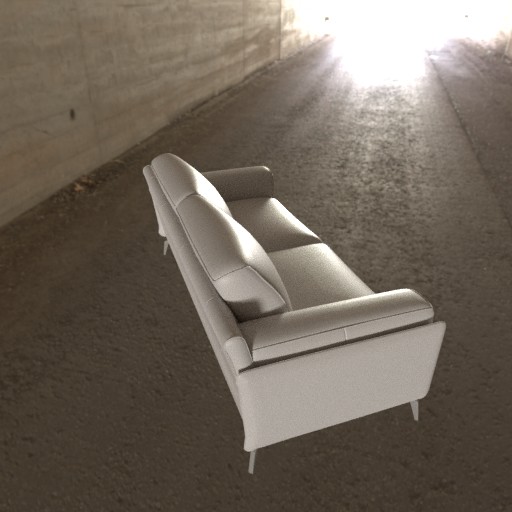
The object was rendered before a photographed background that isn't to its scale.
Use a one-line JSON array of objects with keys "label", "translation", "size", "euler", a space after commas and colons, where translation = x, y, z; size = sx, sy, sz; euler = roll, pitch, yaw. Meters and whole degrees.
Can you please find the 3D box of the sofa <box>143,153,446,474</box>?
[{"label": "sofa", "translation": [0.000, 0.000, 2.615], "size": [1.049, 0.930, 2.101], "euler": [-11, 32, -18]}]
